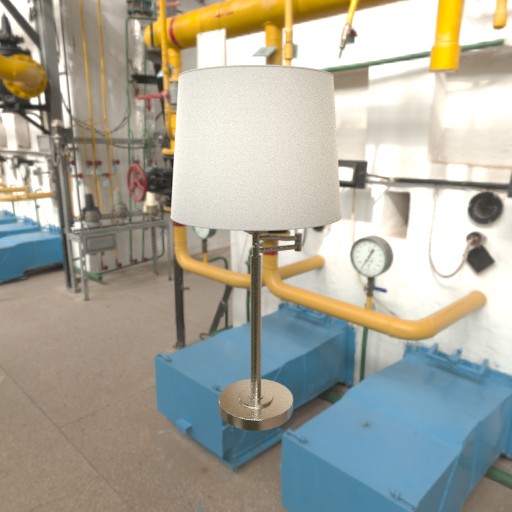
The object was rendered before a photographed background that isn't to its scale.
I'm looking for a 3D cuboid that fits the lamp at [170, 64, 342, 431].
[{"bbox_3d":[0.000,0.000,0.898,0.333,0.696,0.333,0,14,0],"label":"lamp"}]
